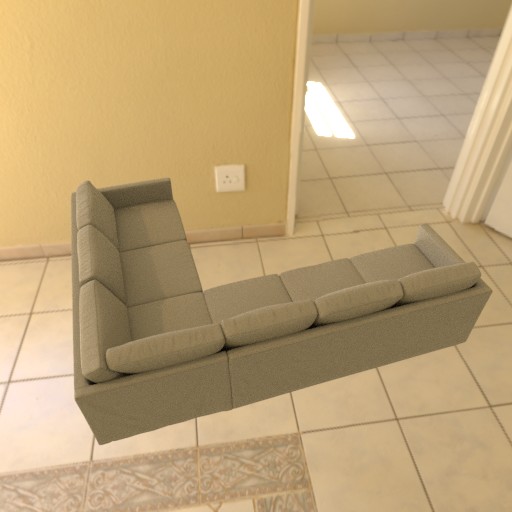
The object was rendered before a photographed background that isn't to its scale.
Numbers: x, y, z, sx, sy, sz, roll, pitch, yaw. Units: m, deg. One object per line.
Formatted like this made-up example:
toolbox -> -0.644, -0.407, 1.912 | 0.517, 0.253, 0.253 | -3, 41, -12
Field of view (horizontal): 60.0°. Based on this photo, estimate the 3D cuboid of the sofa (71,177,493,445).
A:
sofa -> 0.000, 0.000, 4.159 | 3.182, 0.871, 2.432 | -12, 44, -13
